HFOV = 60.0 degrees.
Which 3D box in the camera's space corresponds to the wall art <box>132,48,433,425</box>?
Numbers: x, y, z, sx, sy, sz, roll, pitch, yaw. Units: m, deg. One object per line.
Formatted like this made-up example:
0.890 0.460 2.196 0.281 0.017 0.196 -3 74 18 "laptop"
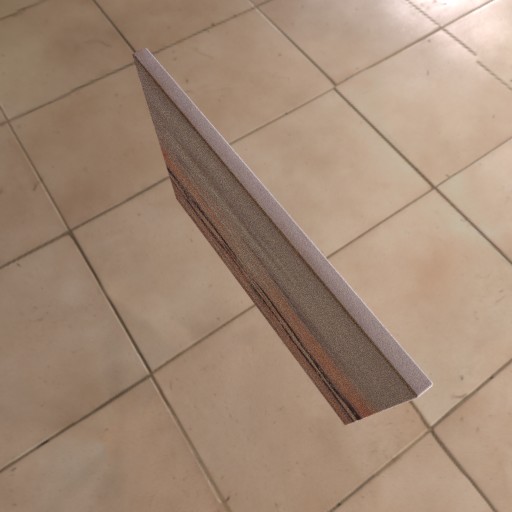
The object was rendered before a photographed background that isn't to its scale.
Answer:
0.000 0.000 1.122 0.038 0.609 0.913 -33 69 -14 "wall art"
